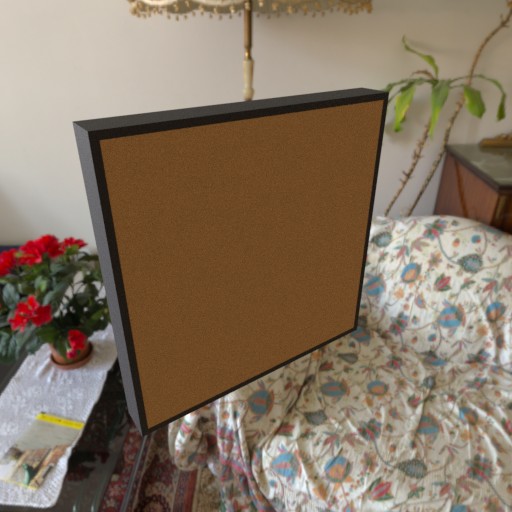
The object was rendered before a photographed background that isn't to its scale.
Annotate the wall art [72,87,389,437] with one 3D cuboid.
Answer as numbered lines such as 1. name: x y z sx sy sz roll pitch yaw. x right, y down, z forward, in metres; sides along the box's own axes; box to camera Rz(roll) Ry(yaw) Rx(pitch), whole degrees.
1. wall art: 0.000 0.000 0.463 0.304 0.304 0.038 -18 34 -30
